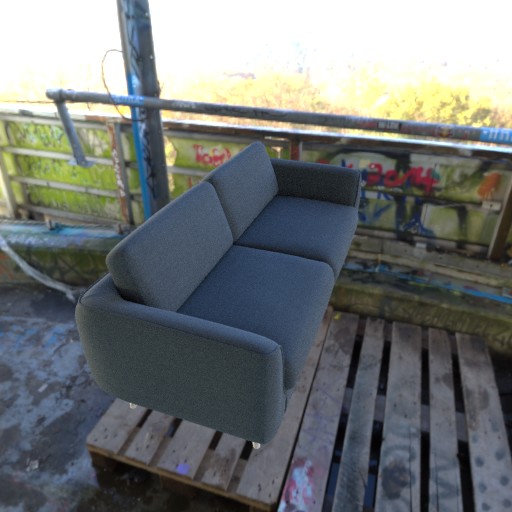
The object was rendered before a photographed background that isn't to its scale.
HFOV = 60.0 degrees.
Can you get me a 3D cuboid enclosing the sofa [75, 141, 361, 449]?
[{"bbox_3d":[0.000,0.000,2.480,0.920,0.850,2.000,11,32,17],"label":"sofa"}]
